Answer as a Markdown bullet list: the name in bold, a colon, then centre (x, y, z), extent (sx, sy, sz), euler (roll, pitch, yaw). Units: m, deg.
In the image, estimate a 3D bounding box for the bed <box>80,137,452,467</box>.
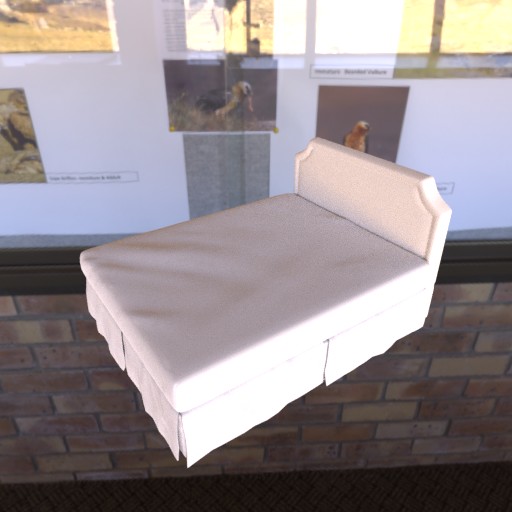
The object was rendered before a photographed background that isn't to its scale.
- **bed**: centre (0.000, 0.000, 3.692), extent (2.498, 1.293, 1.977), euler (-20, 36, -29)
